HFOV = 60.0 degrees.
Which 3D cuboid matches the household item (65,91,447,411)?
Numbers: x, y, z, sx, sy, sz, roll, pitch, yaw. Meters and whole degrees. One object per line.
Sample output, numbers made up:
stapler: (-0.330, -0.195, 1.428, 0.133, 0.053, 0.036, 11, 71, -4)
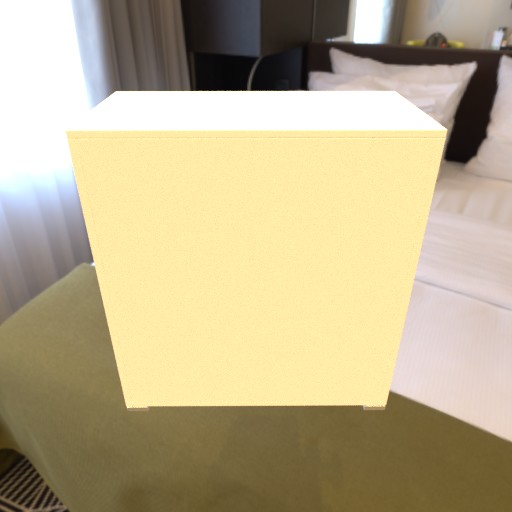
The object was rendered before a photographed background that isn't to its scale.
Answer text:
household item: (0.000, 0.000, 1.331, 0.800, 0.870, 0.420, 0, 31, 0)
